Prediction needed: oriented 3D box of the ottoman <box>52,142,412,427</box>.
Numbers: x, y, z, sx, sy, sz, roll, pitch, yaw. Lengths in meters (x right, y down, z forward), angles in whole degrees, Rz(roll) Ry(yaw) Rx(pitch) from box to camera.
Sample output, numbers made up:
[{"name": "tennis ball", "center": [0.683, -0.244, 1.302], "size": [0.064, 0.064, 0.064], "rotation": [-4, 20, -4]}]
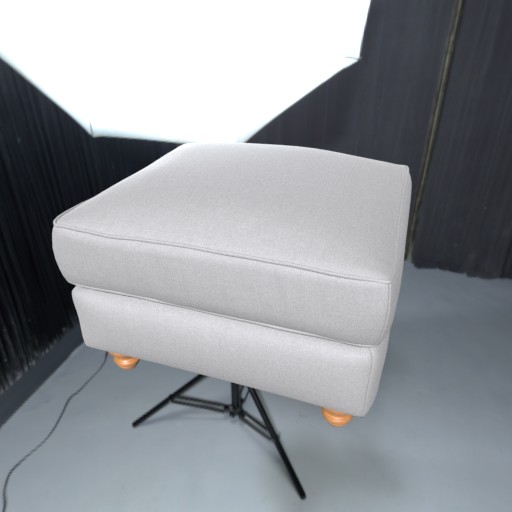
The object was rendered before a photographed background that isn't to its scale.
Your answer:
[{"name": "ottoman", "center": [0.000, 0.000, 1.165], "size": [0.721, 0.505, 0.662], "rotation": [10, 32, 16]}]
